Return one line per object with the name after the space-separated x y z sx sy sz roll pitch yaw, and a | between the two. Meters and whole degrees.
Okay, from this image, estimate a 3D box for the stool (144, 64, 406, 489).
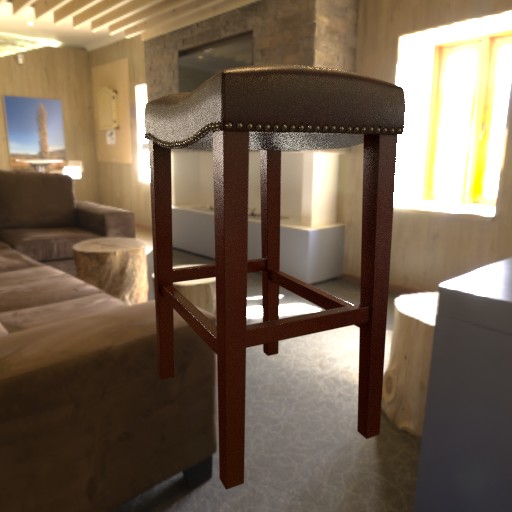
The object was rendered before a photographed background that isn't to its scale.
0.000 0.000 1.011 0.372 0.742 0.504 -6 15 -26 | stool
